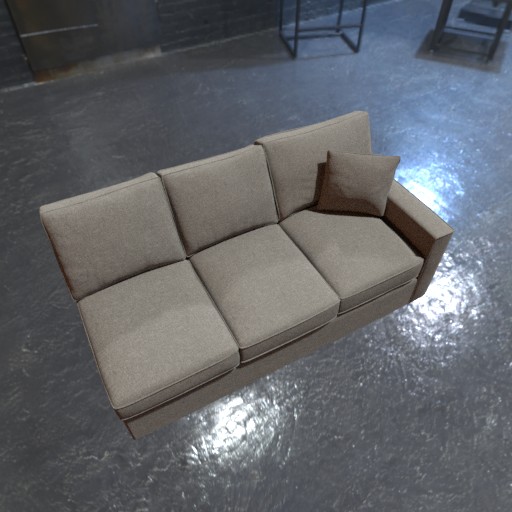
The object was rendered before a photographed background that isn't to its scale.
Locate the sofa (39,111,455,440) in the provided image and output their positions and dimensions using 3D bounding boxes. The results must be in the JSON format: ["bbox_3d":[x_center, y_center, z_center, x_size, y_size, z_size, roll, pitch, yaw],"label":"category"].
[{"bbox_3d":[0.000,0.000,2.511,1.963,0.946,1.034,-22,51,-19],"label":"sofa"}]
